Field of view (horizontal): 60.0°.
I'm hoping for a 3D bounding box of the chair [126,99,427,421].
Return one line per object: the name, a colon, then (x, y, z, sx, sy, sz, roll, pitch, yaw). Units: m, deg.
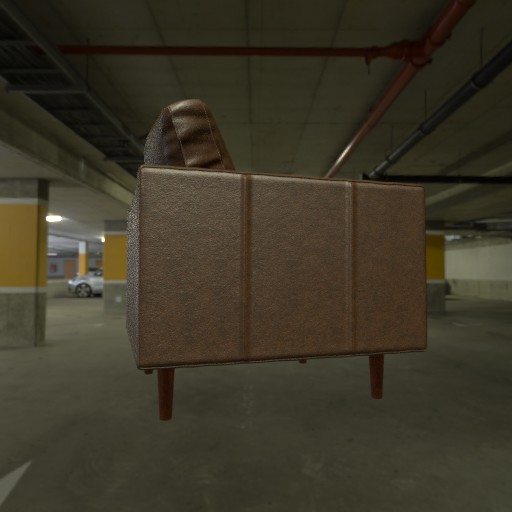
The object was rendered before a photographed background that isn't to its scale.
chair: (0.000, 0.000, 1.671, 0.909, 0.956, 0.890, 1, -2, -18)
